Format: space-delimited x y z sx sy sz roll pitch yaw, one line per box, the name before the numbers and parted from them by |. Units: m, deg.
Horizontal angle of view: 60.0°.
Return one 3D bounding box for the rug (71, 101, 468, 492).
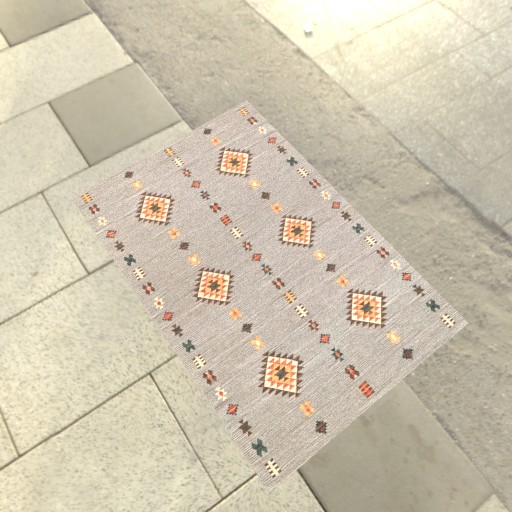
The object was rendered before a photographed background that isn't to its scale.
rug | 0.000 0.000 2.314 1.217 0.005 1.818 -34 68 -15
